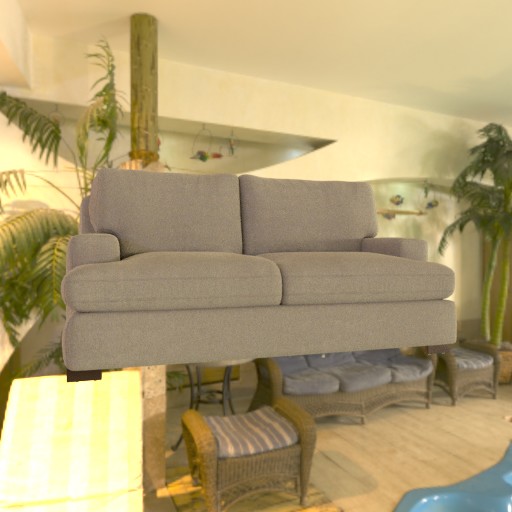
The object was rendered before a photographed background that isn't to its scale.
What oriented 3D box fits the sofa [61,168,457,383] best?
[{"bbox_3d":[0.000,0.000,2.372,1.855,0.980,0.962,0,0,-17],"label":"sofa"}]
